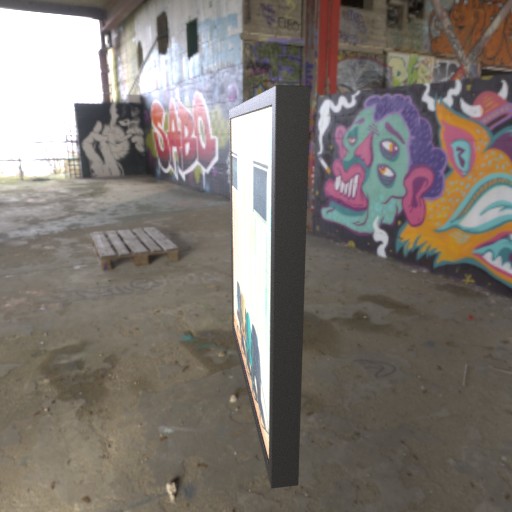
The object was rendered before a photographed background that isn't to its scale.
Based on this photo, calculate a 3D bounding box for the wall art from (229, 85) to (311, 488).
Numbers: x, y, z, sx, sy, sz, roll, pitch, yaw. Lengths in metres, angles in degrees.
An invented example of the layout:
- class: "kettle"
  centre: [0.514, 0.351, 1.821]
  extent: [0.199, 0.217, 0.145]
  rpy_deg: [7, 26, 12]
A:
- class: "wall art"
  centre: [0.000, 0.000, 0.769]
  extent: [0.037, 0.506, 0.506]
  rpy_deg: [-2, 16, -9]
